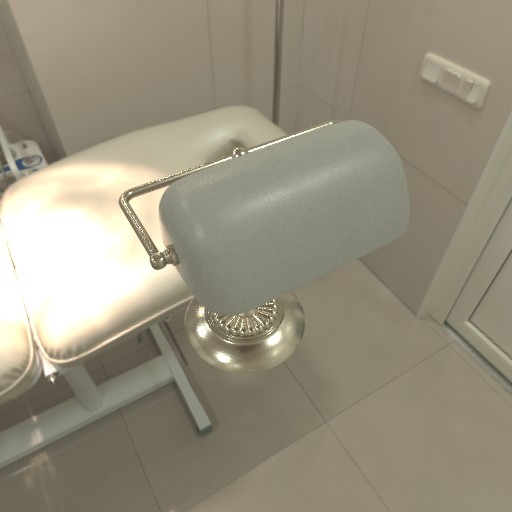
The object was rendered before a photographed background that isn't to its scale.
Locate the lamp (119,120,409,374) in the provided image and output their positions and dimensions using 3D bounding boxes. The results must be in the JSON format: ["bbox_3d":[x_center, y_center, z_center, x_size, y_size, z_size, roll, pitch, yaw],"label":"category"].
[{"bbox_3d":[0.000,0.000,0.518,0.264,0.339,0.243,-24,52,-20],"label":"lamp"}]
